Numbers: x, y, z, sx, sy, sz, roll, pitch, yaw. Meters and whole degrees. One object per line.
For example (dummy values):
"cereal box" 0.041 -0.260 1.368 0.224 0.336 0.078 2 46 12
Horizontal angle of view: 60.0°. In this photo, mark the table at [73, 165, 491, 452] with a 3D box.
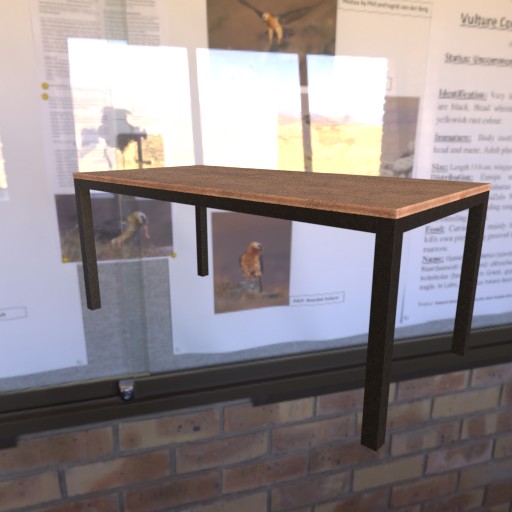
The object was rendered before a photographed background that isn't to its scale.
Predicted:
"table" 0.000 0.000 2.187 1.805 0.767 0.893 13 20 40
